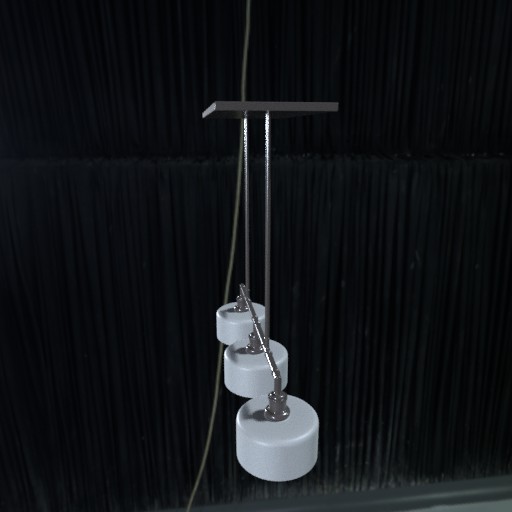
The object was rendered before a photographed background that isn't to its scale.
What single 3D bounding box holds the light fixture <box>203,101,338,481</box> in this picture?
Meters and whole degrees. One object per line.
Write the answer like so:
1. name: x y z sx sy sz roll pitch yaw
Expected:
1. light fixture: 0.000 0.000 0.883 0.177 0.557 0.582 -2 16 -9
